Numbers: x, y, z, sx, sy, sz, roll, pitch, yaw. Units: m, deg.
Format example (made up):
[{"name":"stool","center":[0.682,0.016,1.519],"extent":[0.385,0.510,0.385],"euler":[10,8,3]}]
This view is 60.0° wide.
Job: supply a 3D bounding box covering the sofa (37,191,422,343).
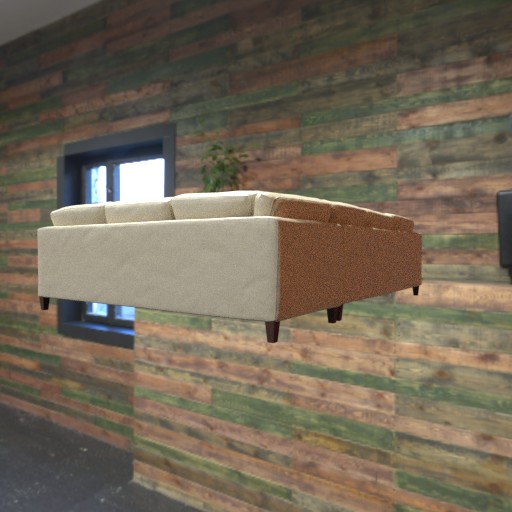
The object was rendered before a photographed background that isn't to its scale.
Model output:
[{"name":"sofa","center":[0.000,0.000,4.605],"extent":[2.593,0.947,3.302],"euler":[1,1,35]}]
